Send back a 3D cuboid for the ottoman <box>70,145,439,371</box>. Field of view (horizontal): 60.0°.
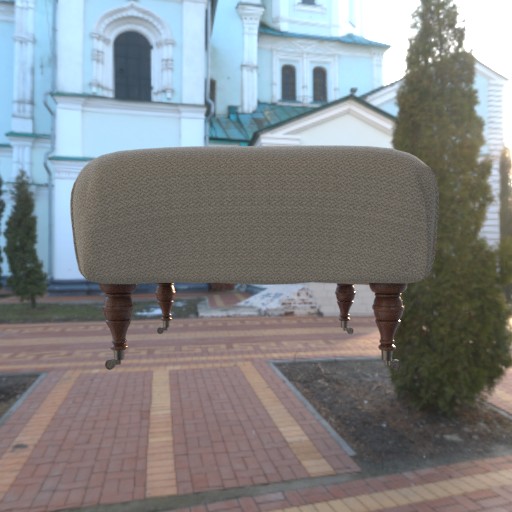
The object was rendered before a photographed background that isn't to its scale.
[{"bbox_3d":[0.000,0.000,1.068,0.684,0.447,0.622,0,-1,1],"label":"ottoman"}]
